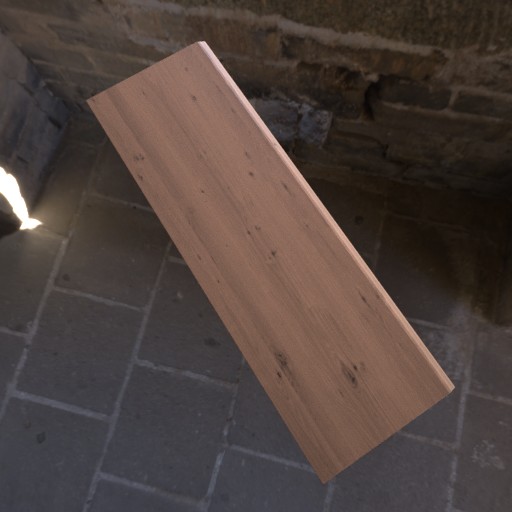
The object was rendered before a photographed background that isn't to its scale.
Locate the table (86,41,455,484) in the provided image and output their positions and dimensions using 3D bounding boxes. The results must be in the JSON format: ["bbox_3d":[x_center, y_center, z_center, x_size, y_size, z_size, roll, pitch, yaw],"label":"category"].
[{"bbox_3d":[0.000,0.000,1.427,0.400,0.510,1.200,-32,77,-8],"label":"table"}]
